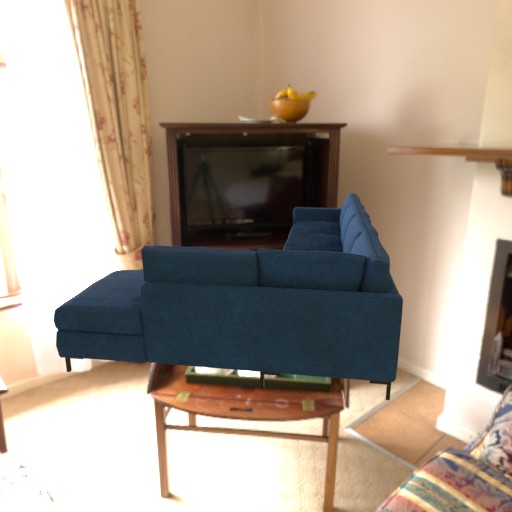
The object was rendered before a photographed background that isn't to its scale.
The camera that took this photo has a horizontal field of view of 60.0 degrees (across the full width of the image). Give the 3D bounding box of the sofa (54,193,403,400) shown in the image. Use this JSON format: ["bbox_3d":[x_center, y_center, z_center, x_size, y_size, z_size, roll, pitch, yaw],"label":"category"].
[{"bbox_3d":[0.000,0.000,3.268,1.707,0.687,2.486,2,16,9],"label":"sofa"}]
